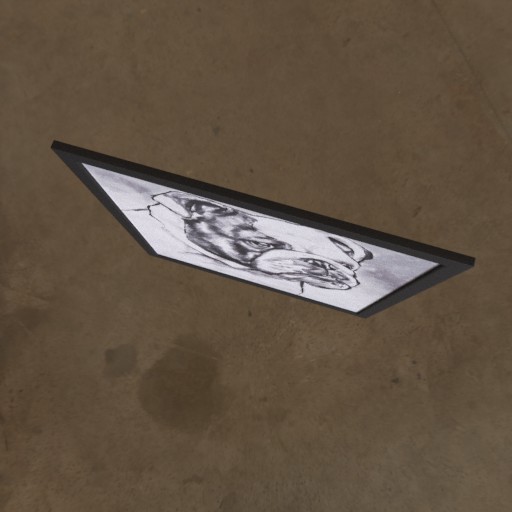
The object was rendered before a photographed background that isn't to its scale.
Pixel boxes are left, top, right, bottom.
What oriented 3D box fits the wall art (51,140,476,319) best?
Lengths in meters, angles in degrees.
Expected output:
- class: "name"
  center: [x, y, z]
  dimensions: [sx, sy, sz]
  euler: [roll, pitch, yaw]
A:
- class: "wall art"
  center: [0.000, 0.000, 0.834]
  dimensions: [0.562, 0.558, 0.012]
  euler: [16, 76, 4]
